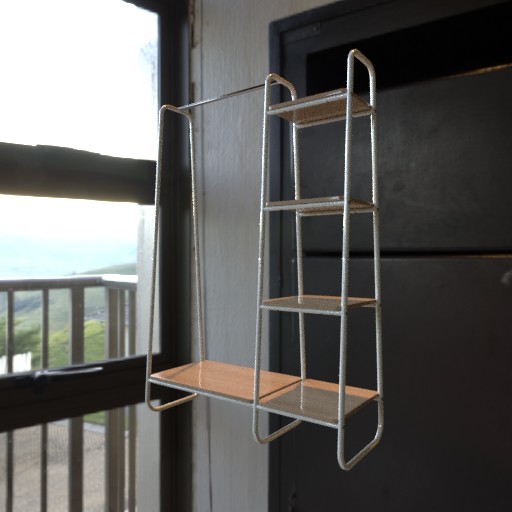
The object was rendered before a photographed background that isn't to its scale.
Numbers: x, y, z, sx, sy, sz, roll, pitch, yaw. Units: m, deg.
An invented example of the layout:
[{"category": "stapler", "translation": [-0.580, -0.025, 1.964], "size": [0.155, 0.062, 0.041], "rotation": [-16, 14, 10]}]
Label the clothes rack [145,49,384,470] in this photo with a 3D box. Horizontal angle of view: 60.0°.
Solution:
[{"category": "clothes rack", "translation": [0.000, 0.000, 1.952], "size": [1.011, 1.500, 0.400], "rotation": [0, 0, 36]}]
